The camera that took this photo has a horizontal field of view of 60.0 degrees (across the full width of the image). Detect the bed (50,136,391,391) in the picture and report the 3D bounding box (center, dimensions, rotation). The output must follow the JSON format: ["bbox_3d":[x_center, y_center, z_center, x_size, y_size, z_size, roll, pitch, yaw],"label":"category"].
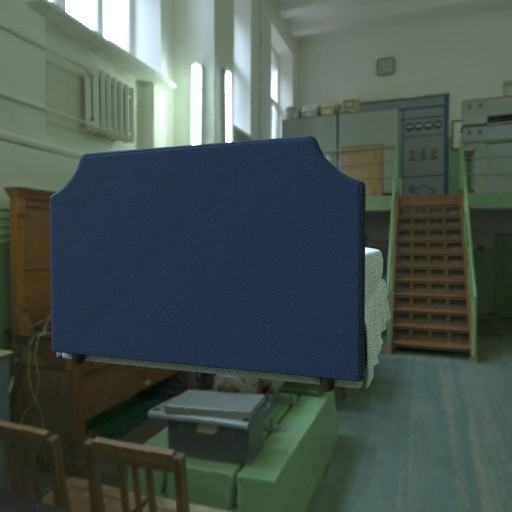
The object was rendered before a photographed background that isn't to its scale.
[{"bbox_3d":[0.000,0.000,4.134,2.350,1.488,2.773,1,2,19],"label":"bed"}]
